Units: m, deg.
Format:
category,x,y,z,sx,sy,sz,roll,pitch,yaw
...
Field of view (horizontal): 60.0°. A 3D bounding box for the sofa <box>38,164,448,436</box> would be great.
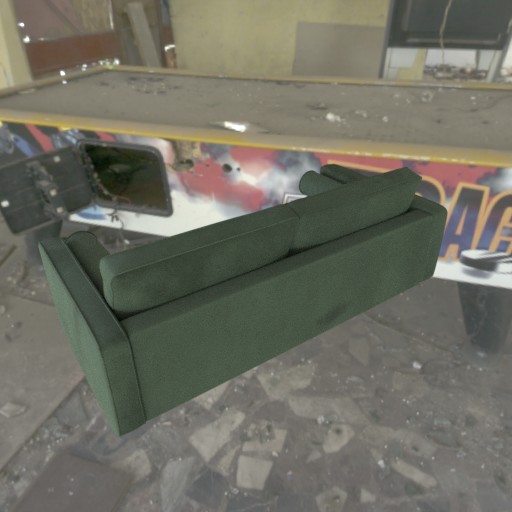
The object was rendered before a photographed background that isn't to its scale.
category,x,y,z,sx,sy,sz,roll,pitch,yaw
sofa,0.000,0.000,2.276,1.880,0.772,0.916,-20,36,-29
